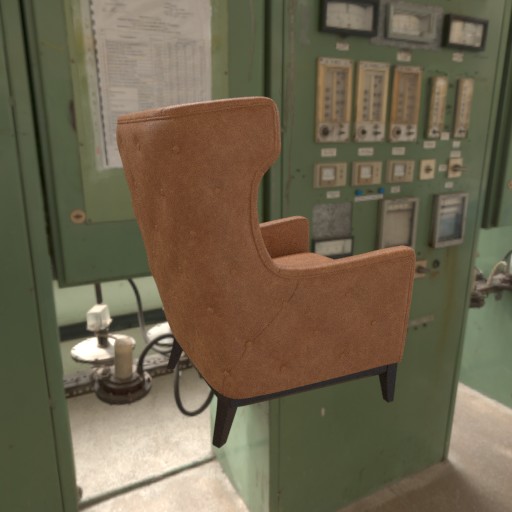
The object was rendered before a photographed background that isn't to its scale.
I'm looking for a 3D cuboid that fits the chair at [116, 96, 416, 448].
[{"bbox_3d":[0.000,0.000,1.668,0.899,1.079,0.766,-8,17,-26],"label":"chair"}]
